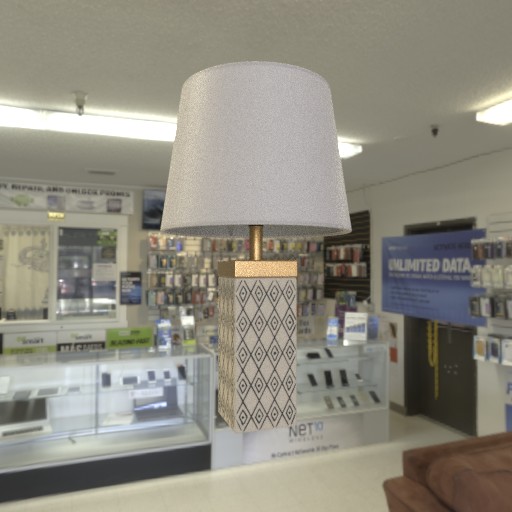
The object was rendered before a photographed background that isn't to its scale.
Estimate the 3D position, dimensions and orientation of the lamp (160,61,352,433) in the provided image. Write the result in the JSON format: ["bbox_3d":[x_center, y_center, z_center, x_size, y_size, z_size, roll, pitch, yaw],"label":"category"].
[{"bbox_3d":[0.000,0.000,0.595,0.251,0.435,0.251,0,-1,0],"label":"lamp"}]
